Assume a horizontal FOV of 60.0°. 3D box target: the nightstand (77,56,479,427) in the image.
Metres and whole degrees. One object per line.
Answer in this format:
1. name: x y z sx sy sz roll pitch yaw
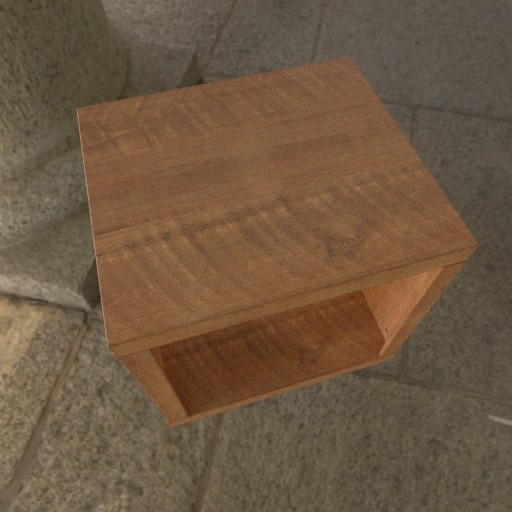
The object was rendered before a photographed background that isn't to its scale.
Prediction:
1. nightstand: 0.000 0.000 0.869 0.493 0.491 0.436 -14 59 -9
